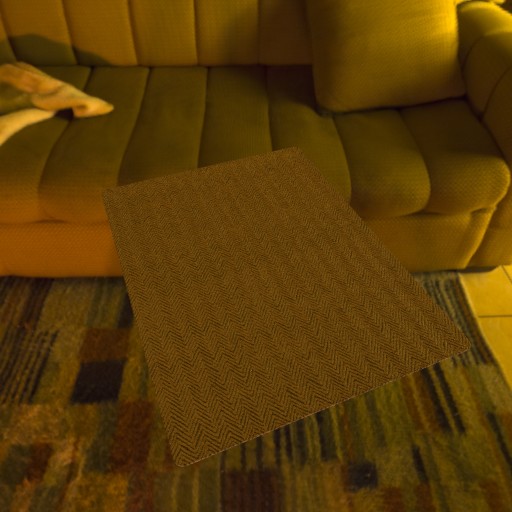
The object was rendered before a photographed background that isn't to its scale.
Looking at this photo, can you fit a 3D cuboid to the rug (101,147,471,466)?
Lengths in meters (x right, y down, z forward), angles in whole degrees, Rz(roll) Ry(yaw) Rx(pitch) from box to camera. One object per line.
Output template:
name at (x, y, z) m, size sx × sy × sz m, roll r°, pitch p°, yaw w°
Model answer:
rug at (0.000, 0.000, 4.240) m, size 2.439 × 0.014 × 3.207 m, roll -16°, pitch 48°, yaw -16°
